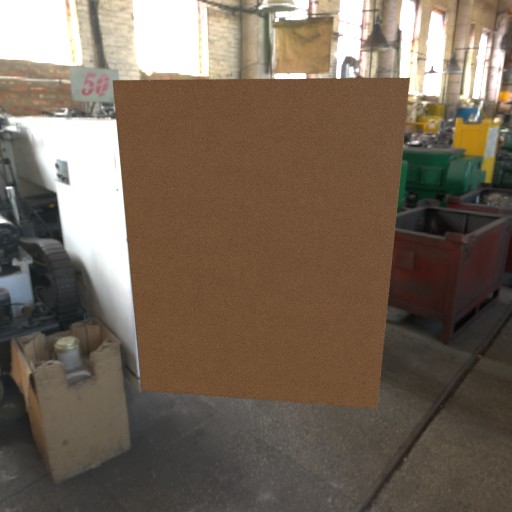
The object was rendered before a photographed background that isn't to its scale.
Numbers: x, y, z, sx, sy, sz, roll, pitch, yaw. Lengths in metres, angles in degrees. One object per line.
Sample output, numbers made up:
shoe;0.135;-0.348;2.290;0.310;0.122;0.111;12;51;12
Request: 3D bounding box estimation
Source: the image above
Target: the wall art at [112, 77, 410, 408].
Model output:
wall art;0.000;0.000;1.348;0.798;1.002;0.030;2;18;7
